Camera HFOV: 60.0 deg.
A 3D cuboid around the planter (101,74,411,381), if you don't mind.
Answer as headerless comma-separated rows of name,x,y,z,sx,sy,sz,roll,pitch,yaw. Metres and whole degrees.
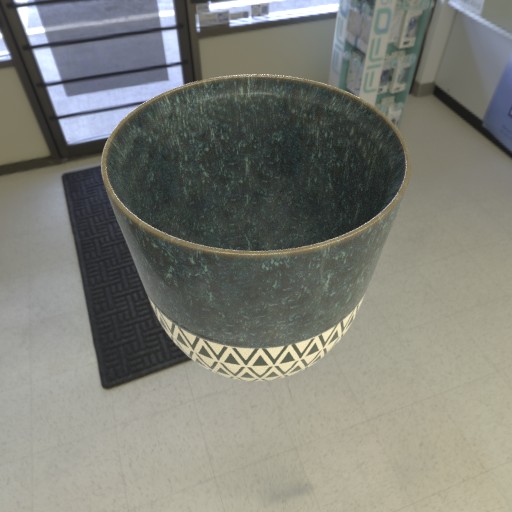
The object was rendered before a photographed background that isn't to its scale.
planter,0.000,0.000,0.364,0.195,0.214,0.195,0,48,0
